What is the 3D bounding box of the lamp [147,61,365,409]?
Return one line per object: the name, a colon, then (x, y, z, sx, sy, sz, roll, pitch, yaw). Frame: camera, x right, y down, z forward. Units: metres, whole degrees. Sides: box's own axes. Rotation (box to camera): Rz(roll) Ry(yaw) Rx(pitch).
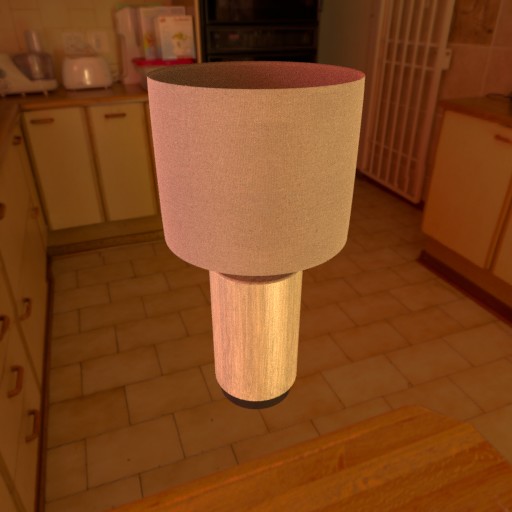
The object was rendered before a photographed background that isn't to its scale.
lamp: (0.000, 0.000, 0.576, 0.228, 0.444, 0.228, 21, 36, 33)
